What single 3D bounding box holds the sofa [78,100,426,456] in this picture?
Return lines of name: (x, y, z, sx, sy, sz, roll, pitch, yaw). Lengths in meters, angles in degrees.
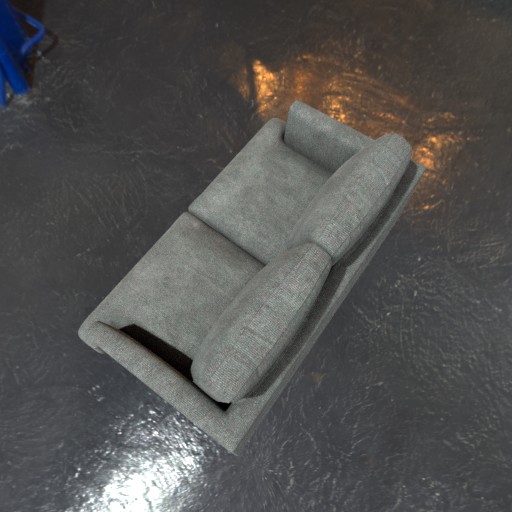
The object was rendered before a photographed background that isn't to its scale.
sofa: (0.000, 0.000, 2.153, 0.903, 0.956, 1.582, 33, 69, 15)
